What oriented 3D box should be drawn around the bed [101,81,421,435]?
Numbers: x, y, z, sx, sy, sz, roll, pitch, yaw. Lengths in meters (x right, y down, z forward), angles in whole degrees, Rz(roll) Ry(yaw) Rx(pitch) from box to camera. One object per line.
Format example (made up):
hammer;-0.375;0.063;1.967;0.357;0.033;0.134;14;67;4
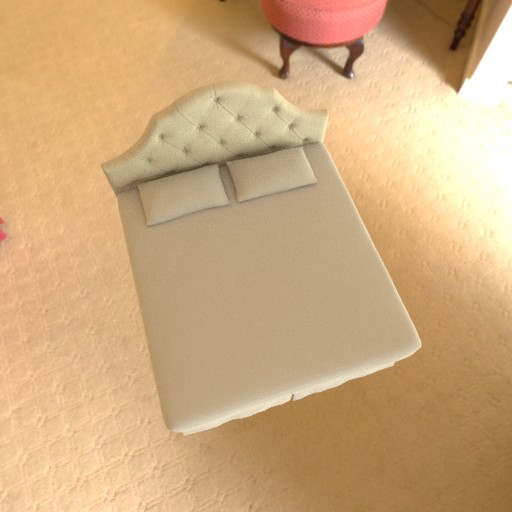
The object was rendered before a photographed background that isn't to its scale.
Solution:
bed;0.000;0.000;3.417;2.012;1.555;2.086;-16;65;-8
